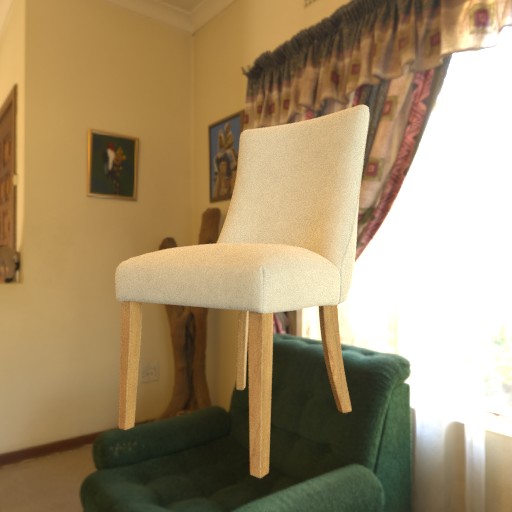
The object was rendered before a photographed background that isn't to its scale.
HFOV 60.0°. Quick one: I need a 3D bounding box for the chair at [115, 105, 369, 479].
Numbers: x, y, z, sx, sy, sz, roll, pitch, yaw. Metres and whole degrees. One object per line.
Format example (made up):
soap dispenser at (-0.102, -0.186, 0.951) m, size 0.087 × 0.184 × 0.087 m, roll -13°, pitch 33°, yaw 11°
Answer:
chair at (0.000, 0.000, 1.247) m, size 0.495 × 0.902 × 0.610 m, roll 0°, pitch -1°, yaw 36°
